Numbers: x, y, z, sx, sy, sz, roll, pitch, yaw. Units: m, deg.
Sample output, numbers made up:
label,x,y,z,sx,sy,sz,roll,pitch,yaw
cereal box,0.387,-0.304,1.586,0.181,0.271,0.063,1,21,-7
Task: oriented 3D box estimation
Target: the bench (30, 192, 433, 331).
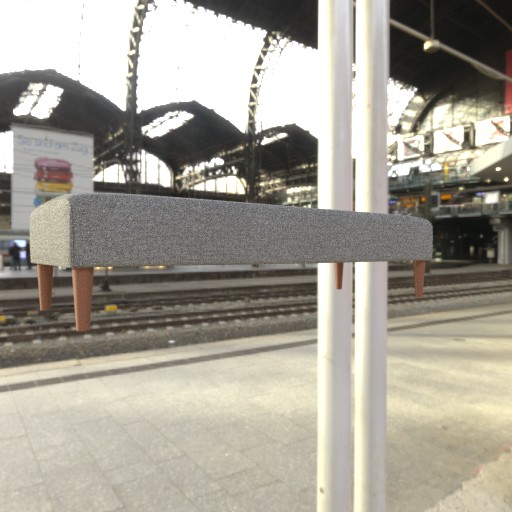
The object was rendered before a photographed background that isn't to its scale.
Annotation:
label,x,y,z,sx,sy,sz,roll,pitch,yaw
bench,0.000,0.000,1.825,1.598,0.384,0.631,0,1,-36
